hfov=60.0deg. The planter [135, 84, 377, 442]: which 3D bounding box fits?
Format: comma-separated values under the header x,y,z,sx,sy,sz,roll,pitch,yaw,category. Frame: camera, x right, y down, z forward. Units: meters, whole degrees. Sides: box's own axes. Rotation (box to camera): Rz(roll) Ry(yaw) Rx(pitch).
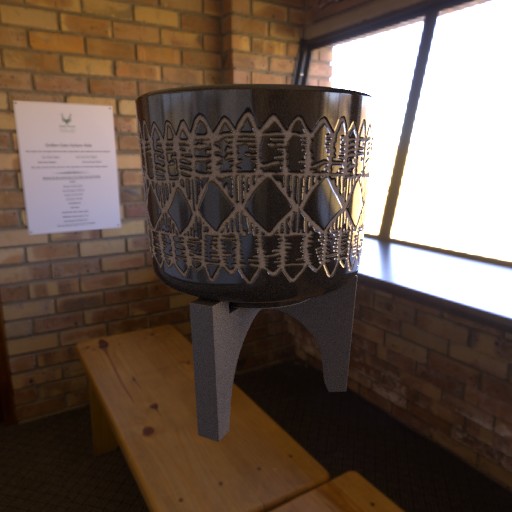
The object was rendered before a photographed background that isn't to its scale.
x,y,z,sx,sy,sz,roll,pitch,yaw,category
0.000,0.000,0.399,0.196,0.264,0.196,6,14,26,planter
